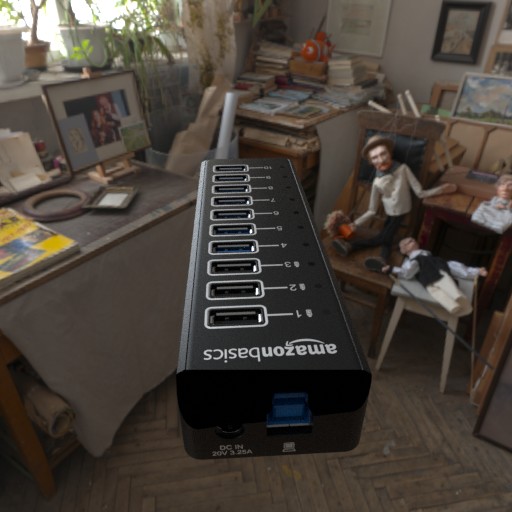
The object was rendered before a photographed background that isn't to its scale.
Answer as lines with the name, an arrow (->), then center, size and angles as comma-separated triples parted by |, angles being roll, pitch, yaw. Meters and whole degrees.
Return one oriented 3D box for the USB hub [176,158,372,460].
USB hub -> 0.000, 0.000, 0.162 | 0.044, 0.023, 0.145 | -2, 32, -3
